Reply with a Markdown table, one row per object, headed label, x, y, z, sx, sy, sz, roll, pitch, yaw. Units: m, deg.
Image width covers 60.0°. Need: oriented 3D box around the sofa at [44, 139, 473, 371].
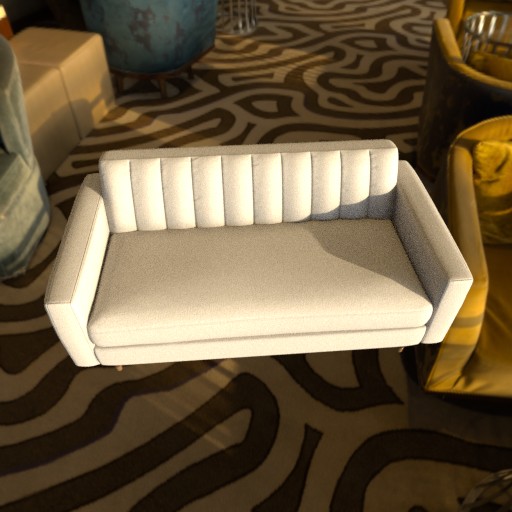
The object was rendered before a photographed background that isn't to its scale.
| label | x | y | z | sx | sy | sz | roll | pitch | yaw |
| --- | --- | --- | --- | --- | --- | --- | --- | --- | --- |
| sofa | 0.000 | 0.000 | 2.393 | 1.895 | 0.814 | 0.969 | -3 | 46 | -3 |
